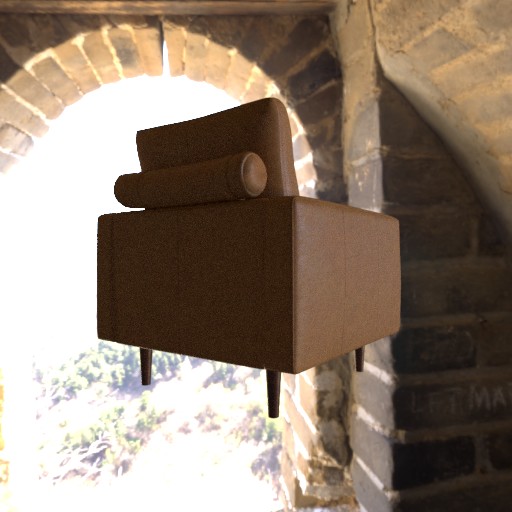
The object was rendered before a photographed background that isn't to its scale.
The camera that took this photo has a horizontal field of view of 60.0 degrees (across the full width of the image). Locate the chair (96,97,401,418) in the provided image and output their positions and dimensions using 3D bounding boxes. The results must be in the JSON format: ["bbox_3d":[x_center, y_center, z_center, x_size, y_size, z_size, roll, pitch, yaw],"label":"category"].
[{"bbox_3d":[0.000,0.000,1.620,0.831,0.896,0.868,0,0,36],"label":"chair"}]
